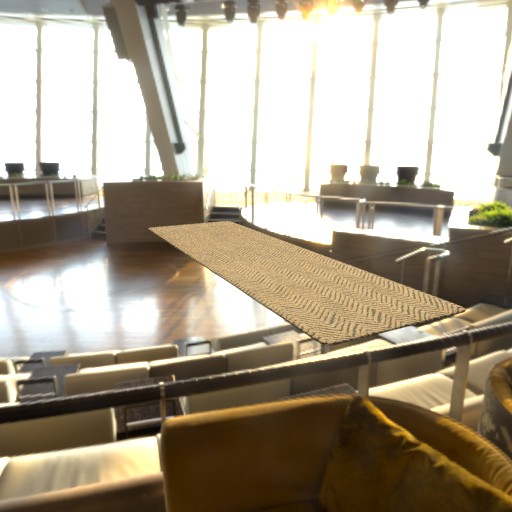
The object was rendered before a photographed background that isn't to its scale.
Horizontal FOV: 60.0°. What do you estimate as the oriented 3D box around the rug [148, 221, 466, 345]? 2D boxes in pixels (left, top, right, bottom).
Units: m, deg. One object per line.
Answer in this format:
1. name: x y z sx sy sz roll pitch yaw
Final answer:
1. rug: 0.000 0.000 2.556 0.686 0.008 2.286 -7 16 -27
